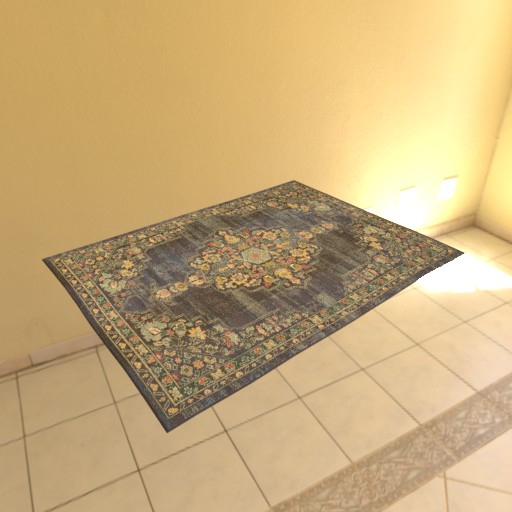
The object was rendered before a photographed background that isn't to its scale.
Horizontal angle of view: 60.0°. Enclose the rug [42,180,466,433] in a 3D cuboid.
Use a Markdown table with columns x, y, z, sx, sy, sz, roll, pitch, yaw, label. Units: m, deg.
| x | y | z | sx | sy | sz | roll | pitch | yaw | label |
| --- | --- | --- | --- | --- | --- | --- | --- | --- | --- |
| 0.000 | 0.000 | 4.703 | 3.612 | 0.035 | 2.716 | -22 | 38 | -32 | rug |
